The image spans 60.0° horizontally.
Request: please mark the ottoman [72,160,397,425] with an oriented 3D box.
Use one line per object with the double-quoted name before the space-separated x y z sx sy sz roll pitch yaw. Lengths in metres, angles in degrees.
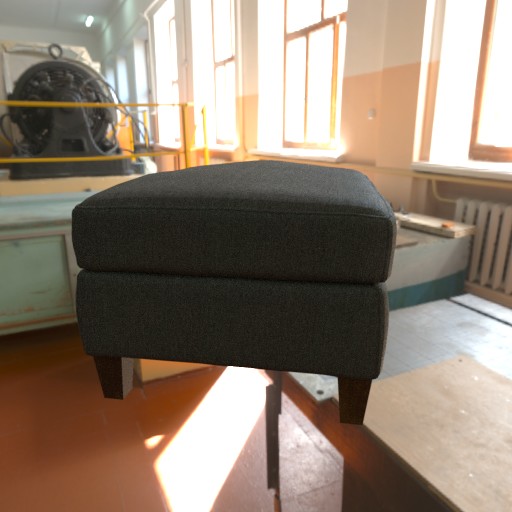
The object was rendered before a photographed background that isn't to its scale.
"ottoman" 0.000 0.000 1.227 0.639 0.496 0.826 3 16 9
